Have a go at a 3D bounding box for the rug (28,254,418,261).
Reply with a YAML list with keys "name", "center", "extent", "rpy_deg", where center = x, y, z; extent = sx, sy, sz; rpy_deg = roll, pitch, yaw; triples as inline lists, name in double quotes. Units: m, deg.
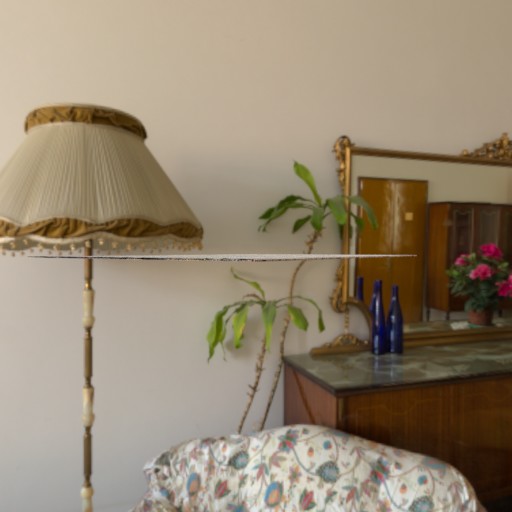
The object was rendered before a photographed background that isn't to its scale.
- name: "rug"
  center: [0.000, 0.000, 2.354]
  extent: [1.217, 0.012, 1.848]
  rpy_deg: [1, 1, 36]
